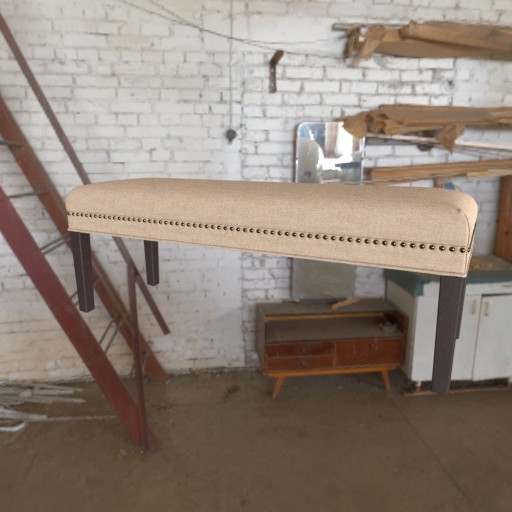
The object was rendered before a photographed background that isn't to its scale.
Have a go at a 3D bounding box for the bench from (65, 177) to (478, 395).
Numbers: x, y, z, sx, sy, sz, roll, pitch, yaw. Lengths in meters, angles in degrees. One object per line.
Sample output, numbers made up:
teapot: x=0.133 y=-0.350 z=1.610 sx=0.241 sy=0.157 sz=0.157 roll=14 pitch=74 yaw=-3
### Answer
bench: x=0.000 y=0.000 z=1.402 sx=1.219 sy=0.457 sz=0.410 roll=7 pitch=15 yaw=27
